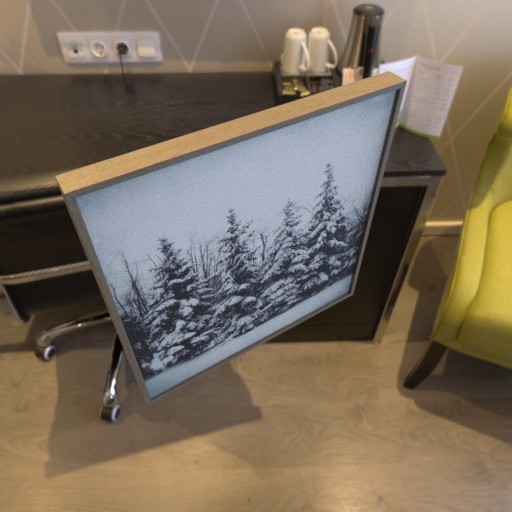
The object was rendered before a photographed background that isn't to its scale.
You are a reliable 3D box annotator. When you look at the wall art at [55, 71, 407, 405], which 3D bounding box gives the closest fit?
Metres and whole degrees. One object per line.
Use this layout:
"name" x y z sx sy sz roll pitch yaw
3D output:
"wall art" 0.000 0.000 0.760 0.507 0.507 0.037 -24 51 -22
